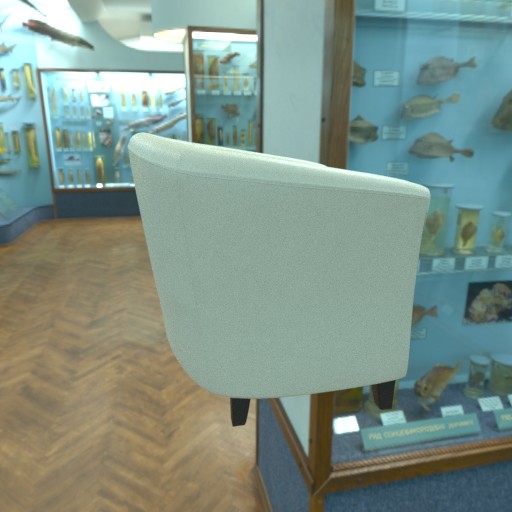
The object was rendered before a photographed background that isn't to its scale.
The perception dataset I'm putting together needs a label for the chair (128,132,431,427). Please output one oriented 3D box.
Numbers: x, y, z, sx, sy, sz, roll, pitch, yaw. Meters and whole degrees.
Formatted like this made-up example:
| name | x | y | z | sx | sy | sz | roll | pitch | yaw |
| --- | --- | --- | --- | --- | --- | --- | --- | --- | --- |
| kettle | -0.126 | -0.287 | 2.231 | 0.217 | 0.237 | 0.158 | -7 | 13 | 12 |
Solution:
| name | x | y | z | sx | sy | sz | roll | pitch | yaw |
| --- | --- | --- | --- | --- | --- | --- | --- | --- | --- |
| chair | 0.000 | 0.000 | 1.409 | 0.727 | 0.756 | 0.792 | -3 | 16 | -10 |
